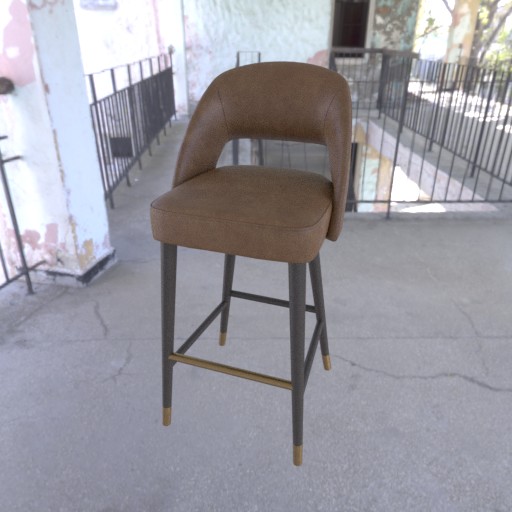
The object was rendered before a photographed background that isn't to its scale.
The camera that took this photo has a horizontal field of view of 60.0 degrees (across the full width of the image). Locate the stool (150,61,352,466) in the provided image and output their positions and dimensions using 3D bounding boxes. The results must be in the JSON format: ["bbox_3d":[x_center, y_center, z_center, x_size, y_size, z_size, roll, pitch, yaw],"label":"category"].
[{"bbox_3d":[0.000,0.000,1.315,0.494,1.037,0.509,9,28,18],"label":"stool"}]
